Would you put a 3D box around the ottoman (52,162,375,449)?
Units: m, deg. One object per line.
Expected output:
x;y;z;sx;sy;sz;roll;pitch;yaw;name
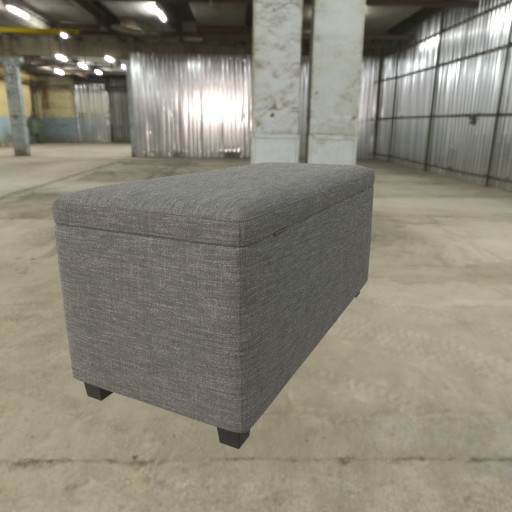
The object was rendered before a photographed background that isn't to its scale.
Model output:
0.000;0.000;1.139;0.419;0.432;0.902;8;18;25;ottoman
